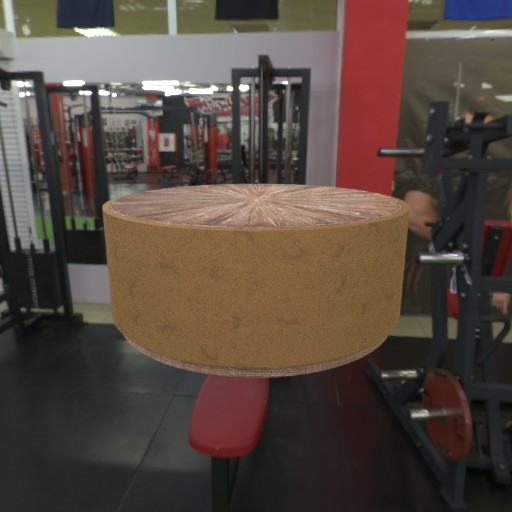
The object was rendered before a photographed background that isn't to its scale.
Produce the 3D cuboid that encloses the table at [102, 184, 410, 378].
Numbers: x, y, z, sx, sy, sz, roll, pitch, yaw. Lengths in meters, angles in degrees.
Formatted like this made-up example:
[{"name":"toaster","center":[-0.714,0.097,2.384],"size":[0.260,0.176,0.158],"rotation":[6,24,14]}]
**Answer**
[{"name":"table","center":[0.000,0.000,1.574],"size":[1.001,0.409,1.001],"rotation":[0,15,0]}]
